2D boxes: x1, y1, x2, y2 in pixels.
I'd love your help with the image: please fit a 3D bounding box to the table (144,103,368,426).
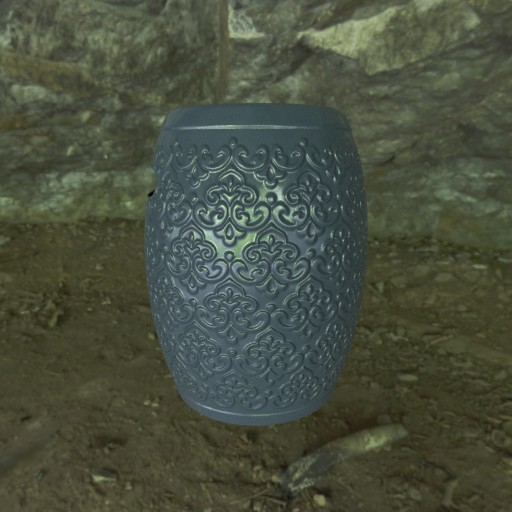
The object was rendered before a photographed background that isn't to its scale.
[{"bbox_3d":[0.000,0.000,0.635,0.309,0.397,0.309,0,14,0],"label":"table"}]
